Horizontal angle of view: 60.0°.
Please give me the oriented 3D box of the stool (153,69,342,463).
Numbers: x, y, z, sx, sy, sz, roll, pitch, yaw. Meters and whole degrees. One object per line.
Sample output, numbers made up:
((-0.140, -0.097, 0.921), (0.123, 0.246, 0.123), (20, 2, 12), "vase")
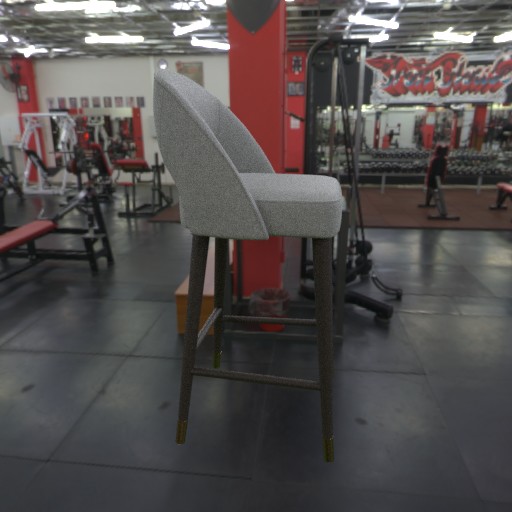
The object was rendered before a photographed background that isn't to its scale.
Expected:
((0.000, 0.000, 1.324), (0.509, 1.037, 0.494), (3, 17, 9), "stool")
